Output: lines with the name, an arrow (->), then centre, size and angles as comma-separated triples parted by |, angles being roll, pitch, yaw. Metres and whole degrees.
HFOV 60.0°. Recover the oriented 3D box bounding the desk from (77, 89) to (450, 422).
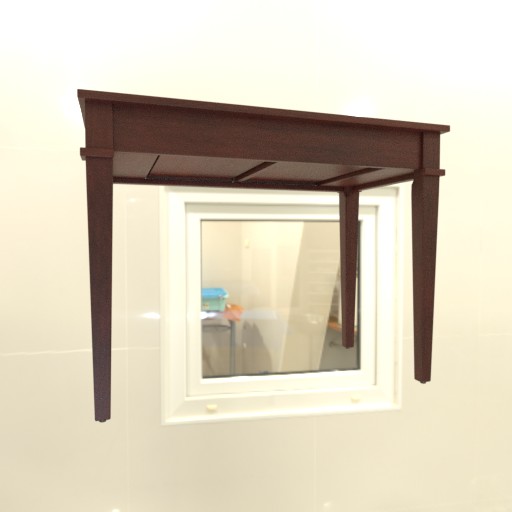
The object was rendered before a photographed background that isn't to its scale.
desk -> 0.000, 0.000, 1.397 | 1.001, 0.762, 0.549 | -1, 2, -18
